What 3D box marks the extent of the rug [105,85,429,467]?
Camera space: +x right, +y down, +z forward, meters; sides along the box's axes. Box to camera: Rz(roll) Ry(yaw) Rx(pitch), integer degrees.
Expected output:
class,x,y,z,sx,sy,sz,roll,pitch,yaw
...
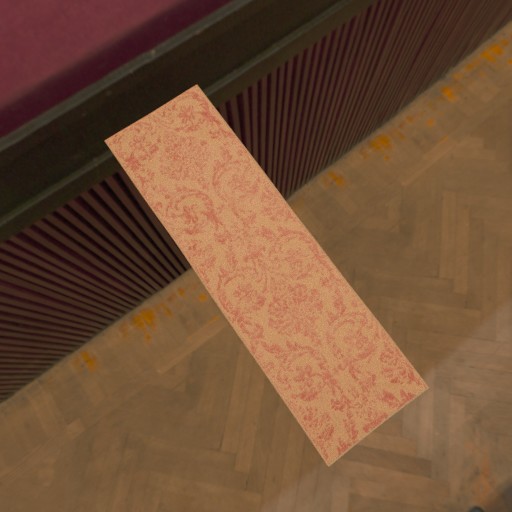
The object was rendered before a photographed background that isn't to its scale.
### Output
class,x,y,z,sx,sy,sz,roll,pitch,yaw
rug,0.000,0.000,2.474,0.662,0.011,2.196,-34,79,-8
